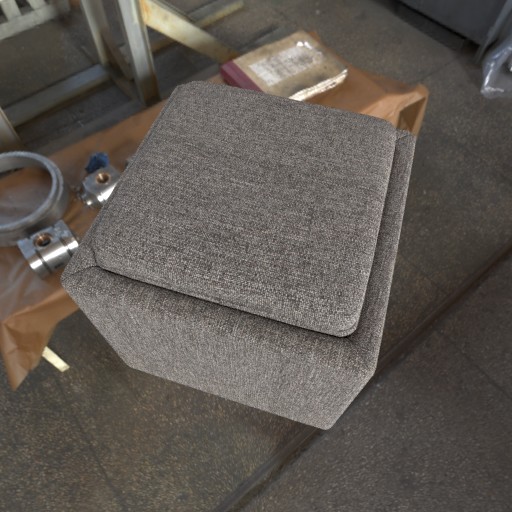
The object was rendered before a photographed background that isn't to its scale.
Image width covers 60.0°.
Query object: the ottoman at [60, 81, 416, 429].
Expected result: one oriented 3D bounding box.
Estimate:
[{"bbox_3d":[0.000,0.000,0.838,0.450,0.460,0.450,15,60,9],"label":"ottoman"}]
